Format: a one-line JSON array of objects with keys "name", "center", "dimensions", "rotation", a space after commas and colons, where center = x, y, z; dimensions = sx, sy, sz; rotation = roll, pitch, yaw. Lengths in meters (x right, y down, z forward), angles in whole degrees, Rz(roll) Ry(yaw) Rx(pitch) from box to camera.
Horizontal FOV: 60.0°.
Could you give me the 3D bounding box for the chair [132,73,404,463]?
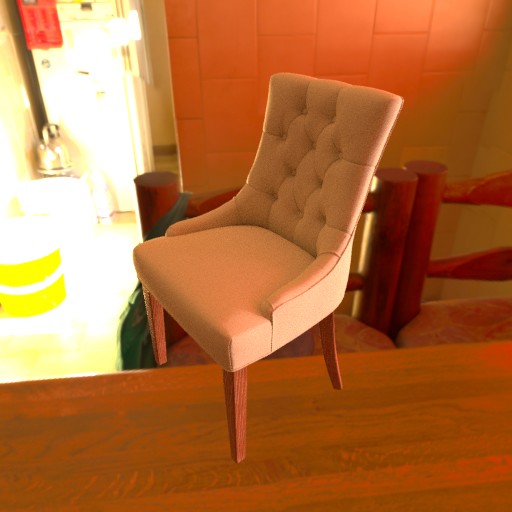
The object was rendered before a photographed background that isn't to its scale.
[{"name": "chair", "center": [0.000, 0.000, 1.230], "dimensions": [0.565, 0.874, 0.509], "rotation": [-21, 37, -31]}]
